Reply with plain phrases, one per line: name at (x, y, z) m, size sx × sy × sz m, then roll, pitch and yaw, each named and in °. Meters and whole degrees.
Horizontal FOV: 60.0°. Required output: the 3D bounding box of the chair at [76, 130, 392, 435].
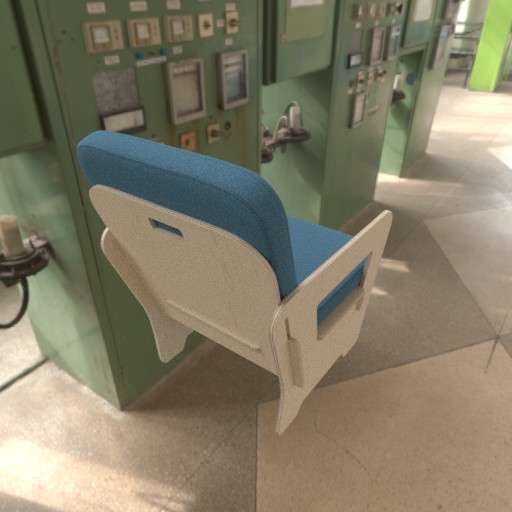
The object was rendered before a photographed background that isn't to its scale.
chair at (0.000, 0.000, 1.189) m, size 0.547 × 0.747 × 0.657 m, roll 21°, pitch 38°, yaw 31°
